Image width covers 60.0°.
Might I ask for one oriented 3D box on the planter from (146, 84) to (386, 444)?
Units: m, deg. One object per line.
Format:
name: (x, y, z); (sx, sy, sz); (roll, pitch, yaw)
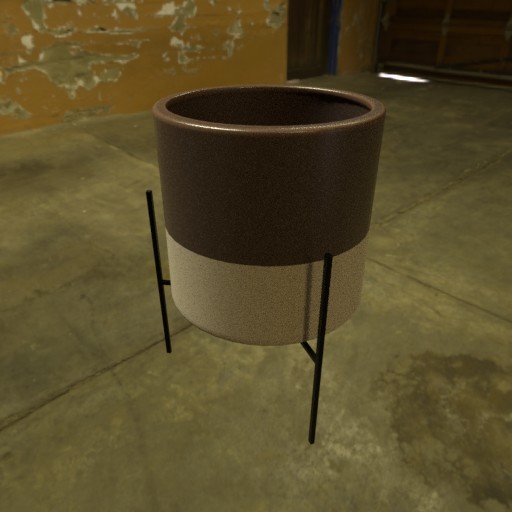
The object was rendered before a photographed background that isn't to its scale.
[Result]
planter: (0.000, 0.000, 0.531); (0.260, 0.353, 0.250); (1, 30, 2)
